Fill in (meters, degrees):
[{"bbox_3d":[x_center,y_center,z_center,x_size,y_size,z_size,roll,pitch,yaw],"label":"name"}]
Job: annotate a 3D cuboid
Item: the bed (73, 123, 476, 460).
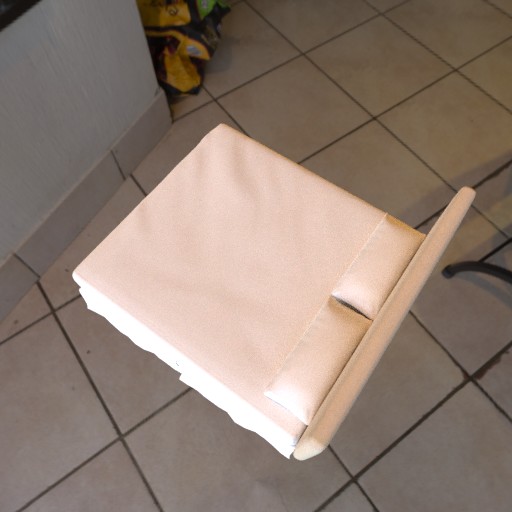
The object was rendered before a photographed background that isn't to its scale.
[{"bbox_3d":[0.000,0.000,3.539,2.319,1.317,2.119,33,68,15],"label":"bed"}]
